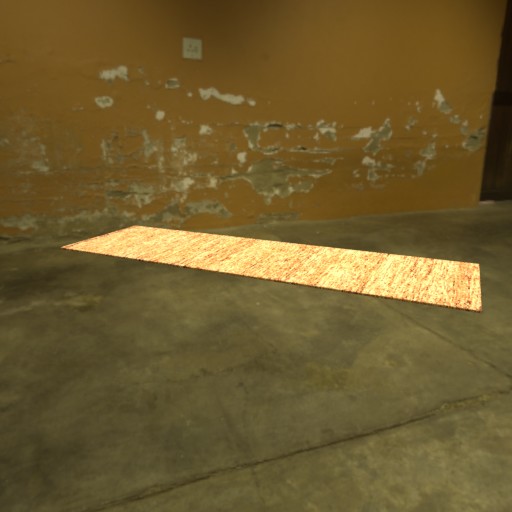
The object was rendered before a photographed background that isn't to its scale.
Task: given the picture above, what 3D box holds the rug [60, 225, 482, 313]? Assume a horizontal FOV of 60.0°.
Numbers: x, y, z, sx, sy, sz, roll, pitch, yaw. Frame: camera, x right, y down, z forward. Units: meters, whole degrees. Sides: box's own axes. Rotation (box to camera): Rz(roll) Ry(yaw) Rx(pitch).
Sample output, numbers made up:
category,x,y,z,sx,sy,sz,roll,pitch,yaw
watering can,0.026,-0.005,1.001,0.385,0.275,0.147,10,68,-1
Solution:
category,x,y,z,sx,sy,sz,roll,pitch,yaw
rug,0.000,0.000,2.455,2.237,0.014,0.680,7,18,24
